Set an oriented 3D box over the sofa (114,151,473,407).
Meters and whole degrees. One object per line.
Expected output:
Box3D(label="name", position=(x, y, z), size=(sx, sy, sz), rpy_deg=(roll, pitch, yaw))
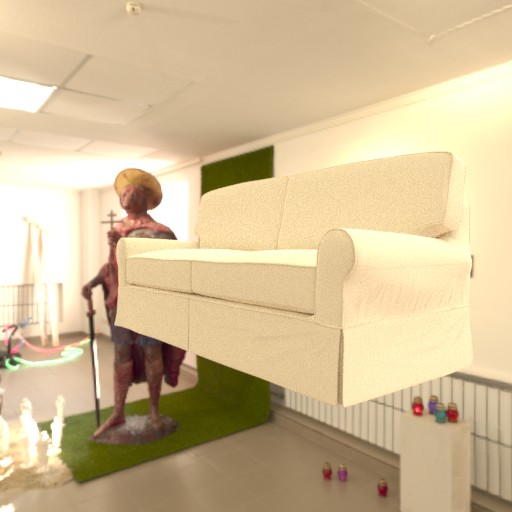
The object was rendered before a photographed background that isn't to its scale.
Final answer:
Box3D(label="sofa", position=(0.000, 0.000, 2.398), size=(0.862, 0.937, 2.021), rpy_deg=(-1, 1, -38))
